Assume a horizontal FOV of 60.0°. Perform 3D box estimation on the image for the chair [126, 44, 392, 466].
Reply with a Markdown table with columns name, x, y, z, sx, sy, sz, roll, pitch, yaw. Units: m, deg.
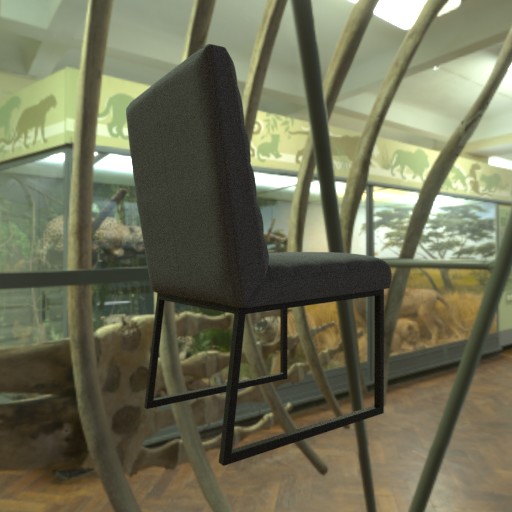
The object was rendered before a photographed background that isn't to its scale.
| name | x | y | z | sx | sy | sz | roll | pitch | yaw |
| --- | --- | --- | --- | --- | --- | --- | --- | --- | --- |
| chair | 0.000 | 0.000 | 1.319 | 0.634 | 0.930 | 0.520 | 0 | 0 | -36 |
